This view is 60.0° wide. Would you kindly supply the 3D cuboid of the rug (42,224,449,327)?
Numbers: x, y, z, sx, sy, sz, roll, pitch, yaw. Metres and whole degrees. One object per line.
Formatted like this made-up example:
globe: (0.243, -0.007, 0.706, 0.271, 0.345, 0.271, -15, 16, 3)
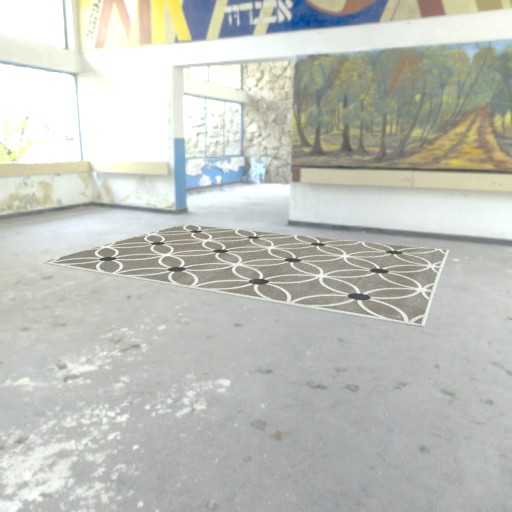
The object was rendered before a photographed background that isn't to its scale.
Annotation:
rug: (0.000, 0.000, 2.960, 2.284, 0.008, 1.522, 7, 16, 26)
